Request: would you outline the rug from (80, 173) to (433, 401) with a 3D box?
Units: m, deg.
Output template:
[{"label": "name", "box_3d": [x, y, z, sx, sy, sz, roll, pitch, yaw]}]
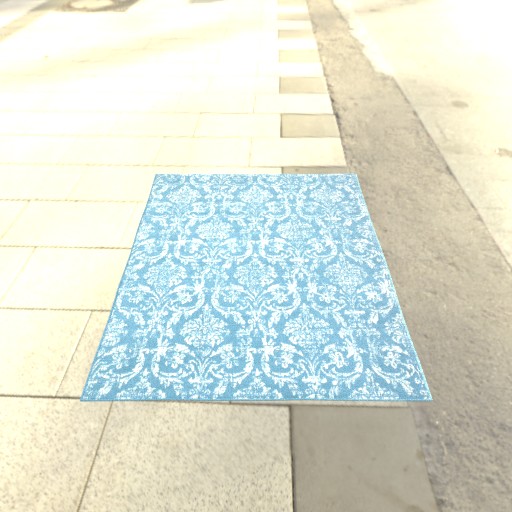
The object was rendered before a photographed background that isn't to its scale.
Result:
[{"label": "rug", "box_3d": [0.000, 0.000, 4.094, 2.363, 0.012, 2.980, 0, 41, 0]}]
